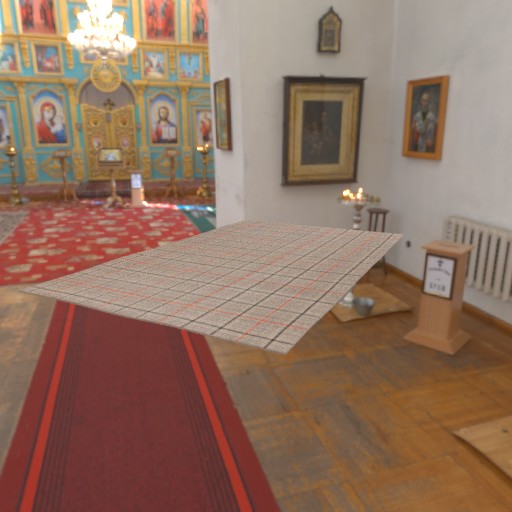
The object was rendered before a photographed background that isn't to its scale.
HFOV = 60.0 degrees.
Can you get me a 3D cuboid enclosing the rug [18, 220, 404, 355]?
[{"bbox_3d":[0.000,0.000,3.009,1.524,0.015,2.439,7,16,27],"label":"rug"}]
